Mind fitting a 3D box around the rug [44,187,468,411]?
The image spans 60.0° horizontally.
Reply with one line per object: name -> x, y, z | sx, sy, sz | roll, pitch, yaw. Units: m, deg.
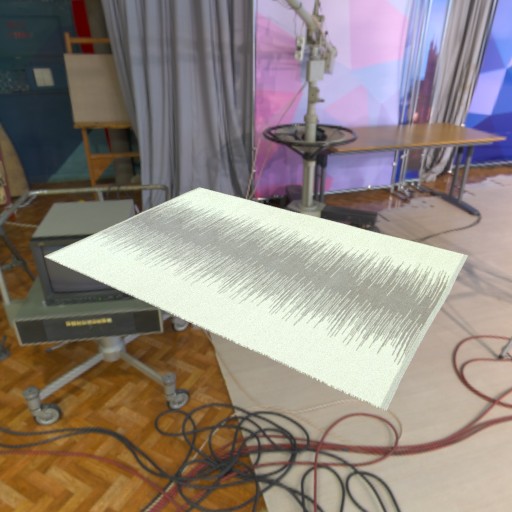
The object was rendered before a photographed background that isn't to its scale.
rug -> 0.000, 0.000, 2.281 | 1.815, 0.007, 1.226 | 18, 34, 29
